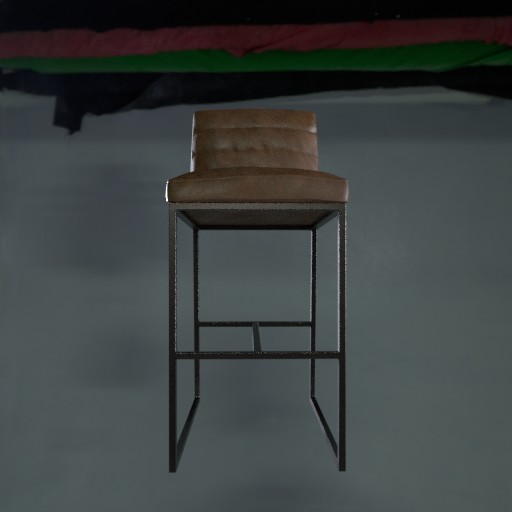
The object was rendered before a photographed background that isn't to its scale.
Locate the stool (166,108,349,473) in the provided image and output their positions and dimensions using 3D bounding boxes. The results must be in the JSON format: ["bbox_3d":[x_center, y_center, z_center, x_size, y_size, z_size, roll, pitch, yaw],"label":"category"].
[{"bbox_3d":[0.000,0.000,1.361,0.463,1.065,0.562,0,0,-1],"label":"stool"}]
